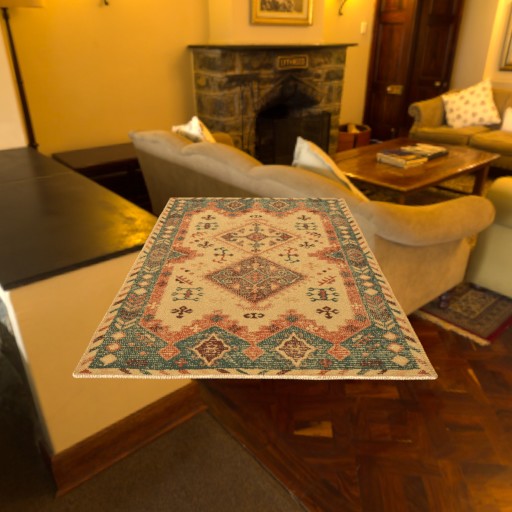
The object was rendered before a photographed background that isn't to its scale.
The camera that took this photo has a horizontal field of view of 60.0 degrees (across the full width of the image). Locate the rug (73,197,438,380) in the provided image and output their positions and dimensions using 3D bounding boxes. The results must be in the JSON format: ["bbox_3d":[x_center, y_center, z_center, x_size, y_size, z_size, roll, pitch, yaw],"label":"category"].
[{"bbox_3d":[0.000,0.000,2.293,1.225,0.015,1.840,0,26,0],"label":"rug"}]
